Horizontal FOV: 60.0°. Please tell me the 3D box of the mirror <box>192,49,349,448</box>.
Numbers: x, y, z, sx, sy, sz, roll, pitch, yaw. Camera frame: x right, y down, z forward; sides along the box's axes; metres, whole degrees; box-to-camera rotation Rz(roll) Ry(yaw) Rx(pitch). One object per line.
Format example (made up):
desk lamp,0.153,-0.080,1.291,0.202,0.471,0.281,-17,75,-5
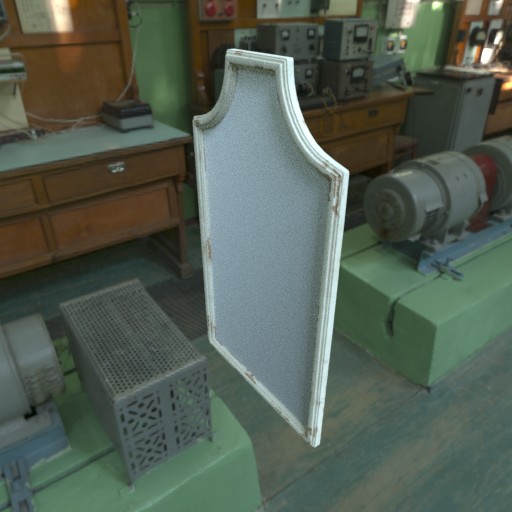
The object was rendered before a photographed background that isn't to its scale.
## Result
mirror,0.000,0.000,0.858,0.022,0.717,0.403,-21,37,-31
